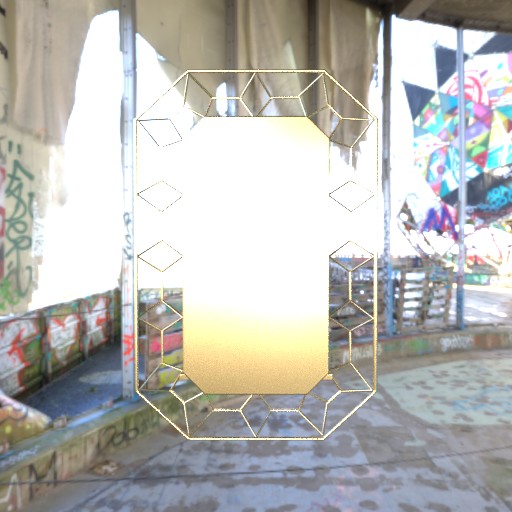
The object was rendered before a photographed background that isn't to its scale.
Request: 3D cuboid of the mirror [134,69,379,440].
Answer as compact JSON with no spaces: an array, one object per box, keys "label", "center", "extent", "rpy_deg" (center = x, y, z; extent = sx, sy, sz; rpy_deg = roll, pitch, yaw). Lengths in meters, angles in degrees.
[{"label":"mirror","center":[0.000,0.000,1.061],"extent":[0.572,0.870,0.051],"rpy_deg":[0,1,0]}]
